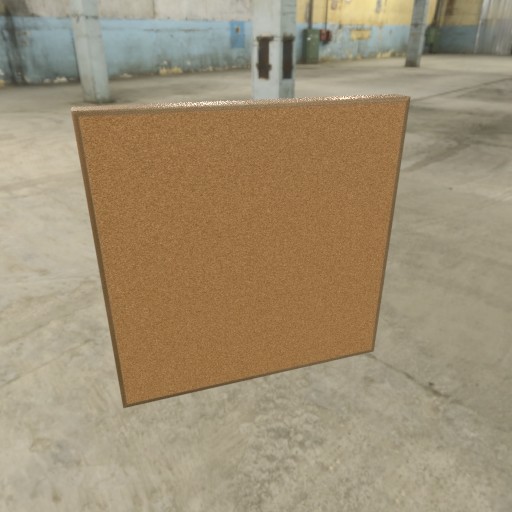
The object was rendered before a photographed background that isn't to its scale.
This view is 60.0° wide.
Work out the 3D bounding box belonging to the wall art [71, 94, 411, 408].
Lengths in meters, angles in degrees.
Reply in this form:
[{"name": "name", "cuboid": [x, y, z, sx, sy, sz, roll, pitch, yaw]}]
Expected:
[{"name": "wall art", "cuboid": [0.000, 0.000, 0.770, 0.513, 0.511, 0.038, -8, 27, -16]}]
